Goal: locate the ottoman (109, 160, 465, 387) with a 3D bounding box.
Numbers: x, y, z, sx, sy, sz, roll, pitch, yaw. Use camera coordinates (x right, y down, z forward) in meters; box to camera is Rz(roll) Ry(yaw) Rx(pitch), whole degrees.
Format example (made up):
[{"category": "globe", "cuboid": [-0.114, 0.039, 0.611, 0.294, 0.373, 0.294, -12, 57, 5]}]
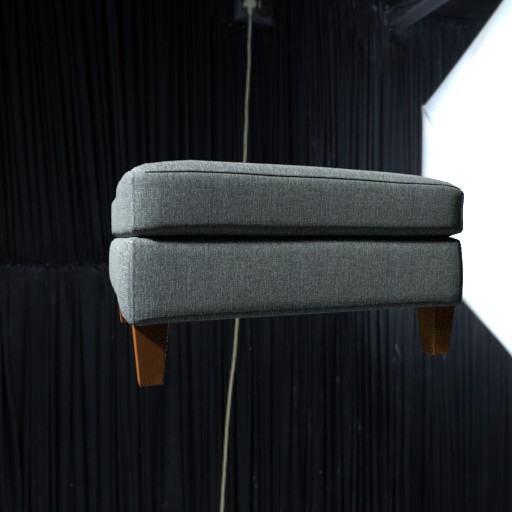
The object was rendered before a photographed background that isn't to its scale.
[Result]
[{"category": "ottoman", "cuboid": [0.000, 0.000, 1.353, 0.838, 0.481, 0.838, -1, 2, -20]}]
